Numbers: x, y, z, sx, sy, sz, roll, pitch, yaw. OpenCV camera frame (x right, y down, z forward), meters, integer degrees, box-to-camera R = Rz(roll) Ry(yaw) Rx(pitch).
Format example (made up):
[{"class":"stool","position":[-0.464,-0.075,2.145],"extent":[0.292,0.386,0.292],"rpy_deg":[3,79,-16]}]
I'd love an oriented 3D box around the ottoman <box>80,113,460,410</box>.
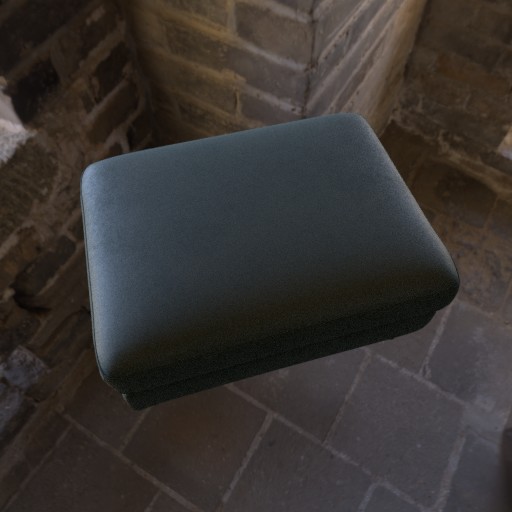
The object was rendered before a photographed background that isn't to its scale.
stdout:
[{"class":"ottoman","position":[0.000,0.000,1.185],"extent":[0.811,0.449,0.608],"rpy_deg":[-13,59,-8]}]
